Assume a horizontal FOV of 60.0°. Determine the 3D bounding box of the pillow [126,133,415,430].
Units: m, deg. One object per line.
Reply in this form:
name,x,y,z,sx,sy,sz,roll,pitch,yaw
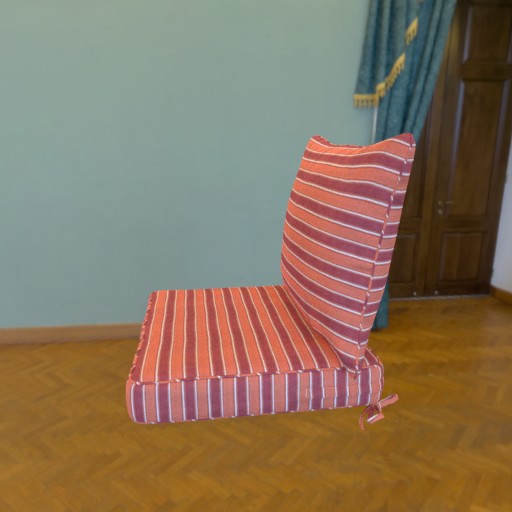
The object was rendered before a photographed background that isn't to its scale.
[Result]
pillow,0.000,0.000,1.361,0.733,0.723,0.799,-2,15,-8
